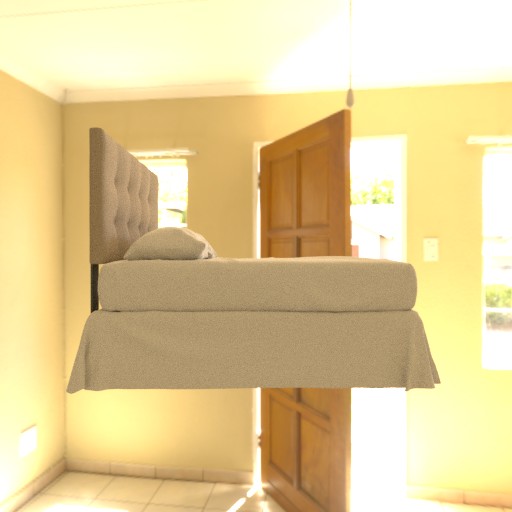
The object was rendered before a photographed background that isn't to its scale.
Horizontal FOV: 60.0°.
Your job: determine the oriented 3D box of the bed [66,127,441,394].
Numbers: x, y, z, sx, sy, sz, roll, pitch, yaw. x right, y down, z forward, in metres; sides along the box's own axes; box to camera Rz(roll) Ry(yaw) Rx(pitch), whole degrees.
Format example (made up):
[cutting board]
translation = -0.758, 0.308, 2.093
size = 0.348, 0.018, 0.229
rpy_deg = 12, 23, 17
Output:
[bed]
translation = 0.000, 0.000, 3.506
size = 2.222, 1.577, 1.936
rpy_deg = 0, 0, -1
